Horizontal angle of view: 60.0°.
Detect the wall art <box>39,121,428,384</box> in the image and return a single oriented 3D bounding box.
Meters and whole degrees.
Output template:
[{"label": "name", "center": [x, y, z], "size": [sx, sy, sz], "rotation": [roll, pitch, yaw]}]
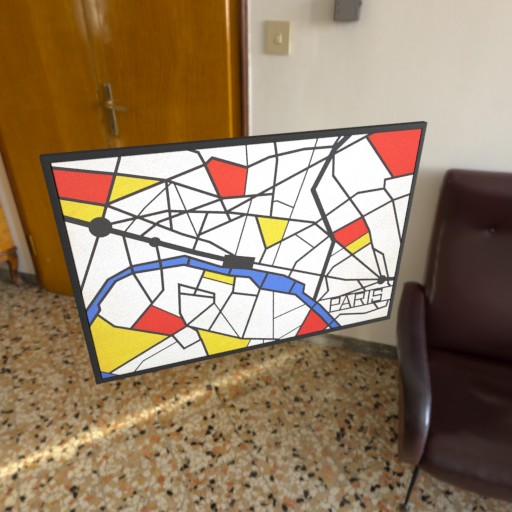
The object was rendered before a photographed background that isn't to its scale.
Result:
[{"label": "wall art", "center": [0.000, 0.000, 0.851], "size": [0.664, 0.458, 0.013], "rotation": [-9, 31, -16]}]
